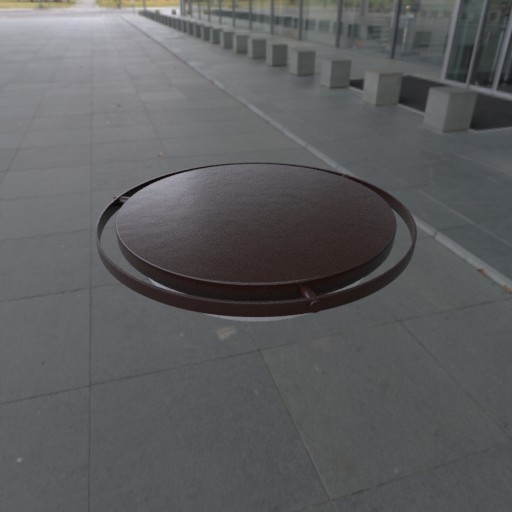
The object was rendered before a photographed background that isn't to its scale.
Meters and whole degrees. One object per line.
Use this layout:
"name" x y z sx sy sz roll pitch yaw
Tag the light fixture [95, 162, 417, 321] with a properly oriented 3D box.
"light fixture" 0.000 0.000 0.550 0.361 0.130 0.361 0 30 0
